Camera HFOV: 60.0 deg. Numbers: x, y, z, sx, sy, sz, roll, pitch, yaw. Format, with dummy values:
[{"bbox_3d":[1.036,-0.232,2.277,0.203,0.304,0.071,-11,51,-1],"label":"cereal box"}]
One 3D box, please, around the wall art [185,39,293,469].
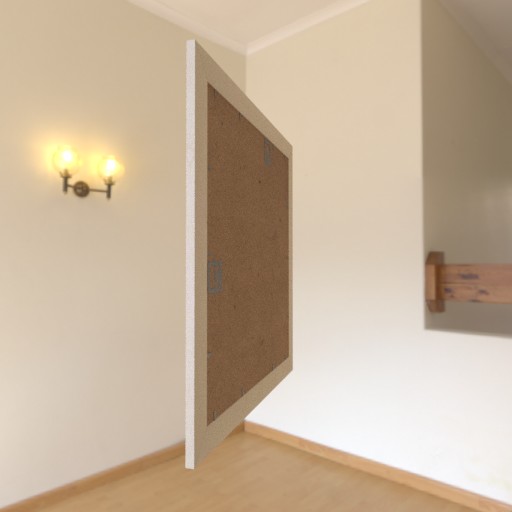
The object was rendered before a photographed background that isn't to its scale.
[{"bbox_3d":[0.000,0.000,0.885,0.013,0.584,0.584,0,-1,18],"label":"wall art"}]
